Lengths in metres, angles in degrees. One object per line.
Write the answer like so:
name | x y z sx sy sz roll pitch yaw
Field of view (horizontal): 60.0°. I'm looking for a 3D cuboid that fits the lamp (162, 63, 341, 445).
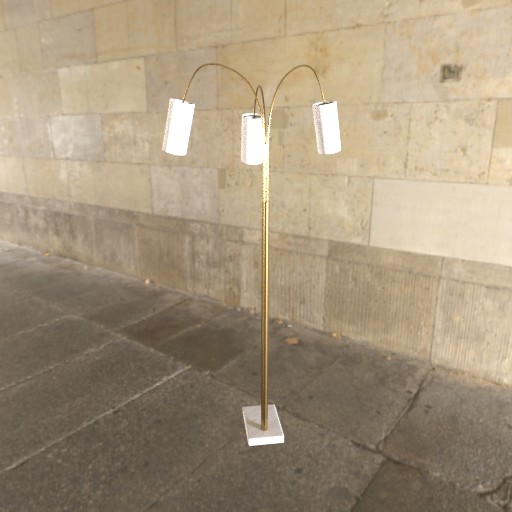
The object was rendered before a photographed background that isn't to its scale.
lamp | 0.000 0.000 2.582 1.020 2.055 0.667 -2 15 -7
